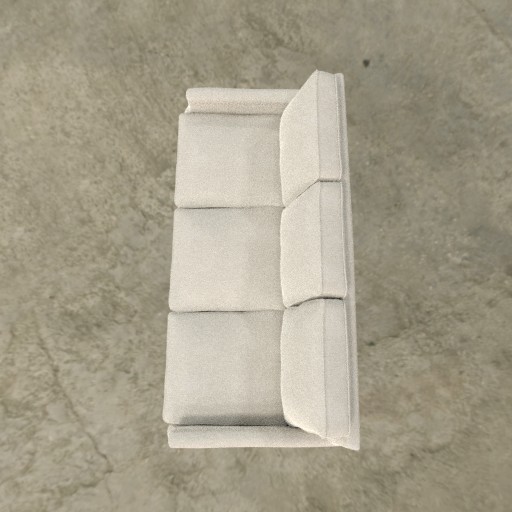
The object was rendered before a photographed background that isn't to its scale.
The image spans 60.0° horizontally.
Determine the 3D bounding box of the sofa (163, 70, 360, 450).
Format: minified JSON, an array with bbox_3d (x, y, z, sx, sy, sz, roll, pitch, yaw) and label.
[{"bbox_3d":[0.000,0.000,2.808,1.084,1.003,2.246,0,76,0],"label":"sofa"}]
